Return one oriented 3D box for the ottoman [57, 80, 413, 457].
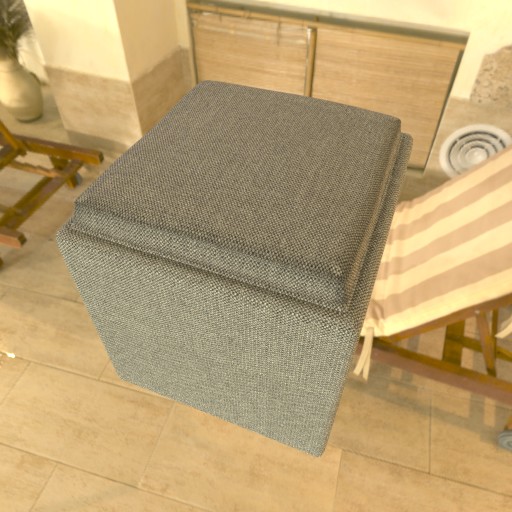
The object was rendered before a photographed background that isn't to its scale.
[{"bbox_3d":[0.000,0.000,0.831,0.436,0.487,0.454,16,49,15],"label":"ottoman"}]
